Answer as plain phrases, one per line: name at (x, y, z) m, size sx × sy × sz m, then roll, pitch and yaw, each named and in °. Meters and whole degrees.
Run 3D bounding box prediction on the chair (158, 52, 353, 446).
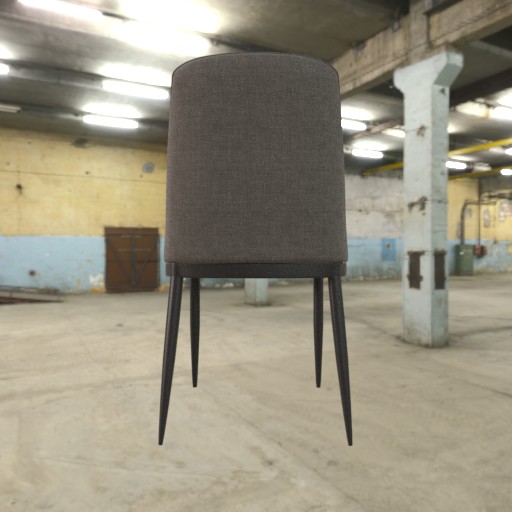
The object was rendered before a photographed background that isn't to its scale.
chair at (0.000, 0.000, 1.186) m, size 0.488 × 0.855 × 0.550 m, roll 0°, pitch 0°, yaw 0°
